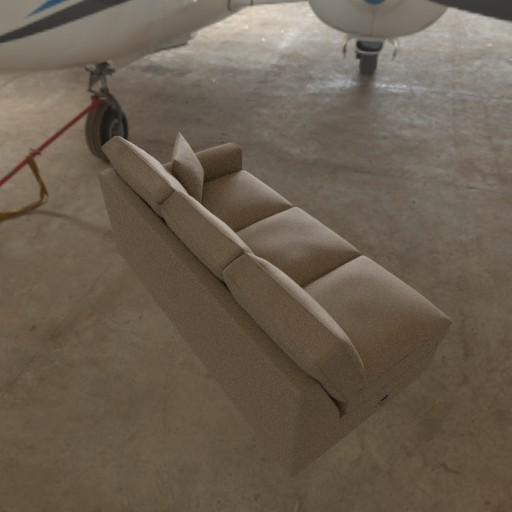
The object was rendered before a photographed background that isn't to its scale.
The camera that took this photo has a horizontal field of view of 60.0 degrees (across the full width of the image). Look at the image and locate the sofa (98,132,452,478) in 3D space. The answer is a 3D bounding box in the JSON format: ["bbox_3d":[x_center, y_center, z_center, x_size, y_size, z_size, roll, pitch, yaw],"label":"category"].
[{"bbox_3d":[0.000,0.000,2.544,1.034,0.946,1.963,-26,48,-26],"label":"sofa"}]
